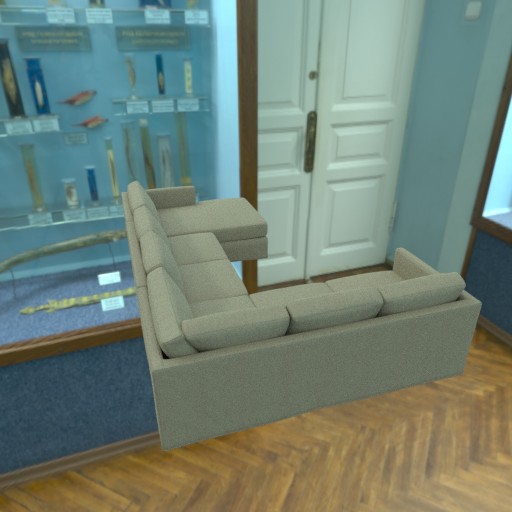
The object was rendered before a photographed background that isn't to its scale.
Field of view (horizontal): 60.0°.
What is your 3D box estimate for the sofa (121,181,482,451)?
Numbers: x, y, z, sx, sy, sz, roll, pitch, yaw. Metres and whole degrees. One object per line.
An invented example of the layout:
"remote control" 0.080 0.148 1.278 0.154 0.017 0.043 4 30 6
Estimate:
"sofa" 0.000 0.000 4.518 2.427 0.882 3.460 -8 28 -16
